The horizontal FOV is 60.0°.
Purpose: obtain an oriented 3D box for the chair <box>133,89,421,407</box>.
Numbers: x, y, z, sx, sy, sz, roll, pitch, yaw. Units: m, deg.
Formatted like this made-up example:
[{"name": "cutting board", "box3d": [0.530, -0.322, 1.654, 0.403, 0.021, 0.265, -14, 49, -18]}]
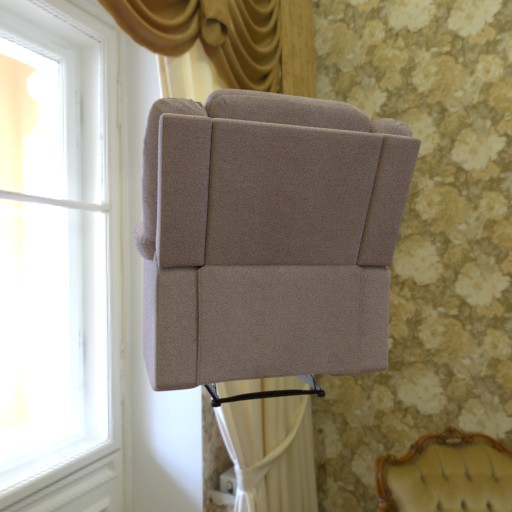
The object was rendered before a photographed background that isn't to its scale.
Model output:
[{"name": "chair", "box3d": [0.000, 0.000, 1.703, 0.899, 1.008, 0.944, 0, -1, -17]}]
